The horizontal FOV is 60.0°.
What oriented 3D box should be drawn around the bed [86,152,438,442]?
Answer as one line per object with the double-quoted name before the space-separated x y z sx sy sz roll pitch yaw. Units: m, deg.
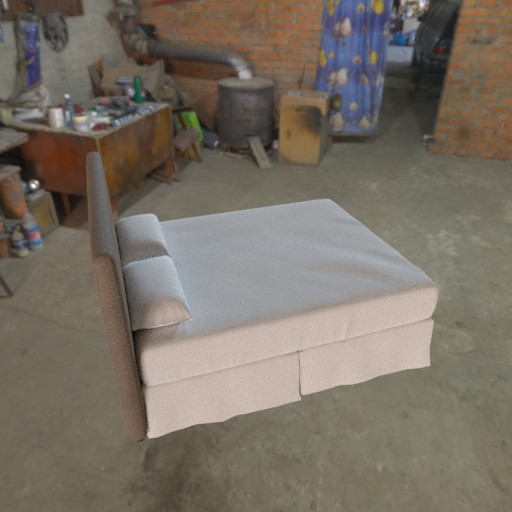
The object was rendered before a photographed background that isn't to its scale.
"bed" 0.000 0.000 3.252 2.142 1.330 1.723 -10 32 -16
